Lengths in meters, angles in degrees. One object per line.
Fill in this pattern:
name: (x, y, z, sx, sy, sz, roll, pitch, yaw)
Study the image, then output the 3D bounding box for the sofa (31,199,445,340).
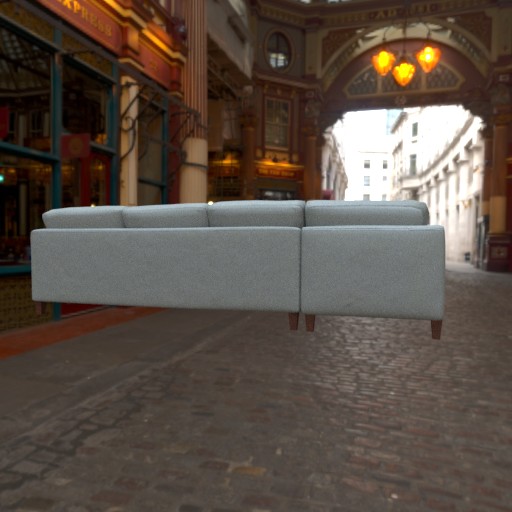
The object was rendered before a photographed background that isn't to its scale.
sofa: (0.000, 0.000, 4.491, 3.301, 0.947, 2.592, 1, 2, 17)
